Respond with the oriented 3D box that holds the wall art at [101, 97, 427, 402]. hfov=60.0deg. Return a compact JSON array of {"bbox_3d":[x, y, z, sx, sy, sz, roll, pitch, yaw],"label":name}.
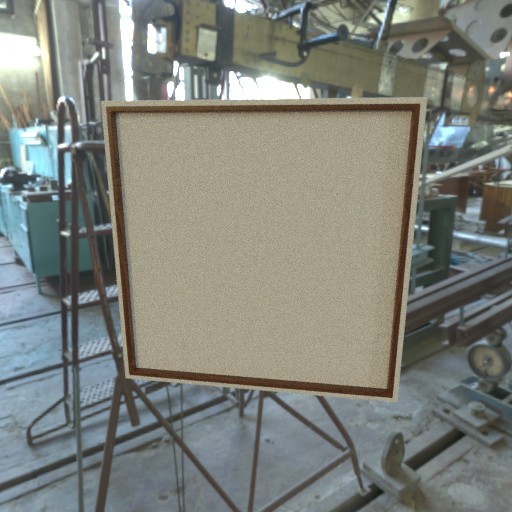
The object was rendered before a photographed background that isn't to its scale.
[{"bbox_3d":[0.000,0.000,1.135,0.757,0.757,0.037,2,16,9],"label":"wall art"}]
